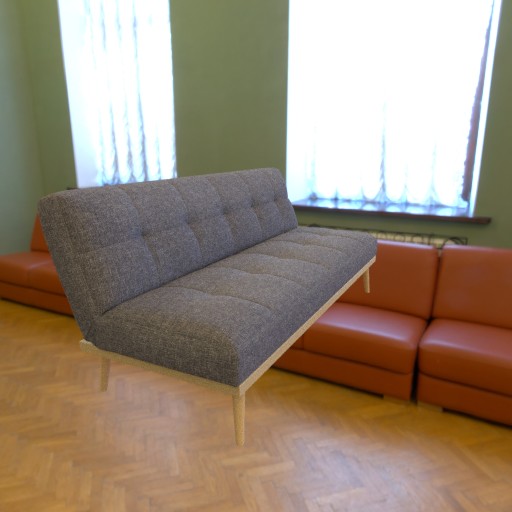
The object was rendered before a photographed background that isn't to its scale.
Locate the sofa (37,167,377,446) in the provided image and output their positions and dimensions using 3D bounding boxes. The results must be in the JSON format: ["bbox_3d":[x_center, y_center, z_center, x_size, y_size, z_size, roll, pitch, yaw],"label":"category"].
[{"bbox_3d":[0.000,0.000,2.204,0.820,0.770,1.820,7,16,27],"label":"sofa"}]
